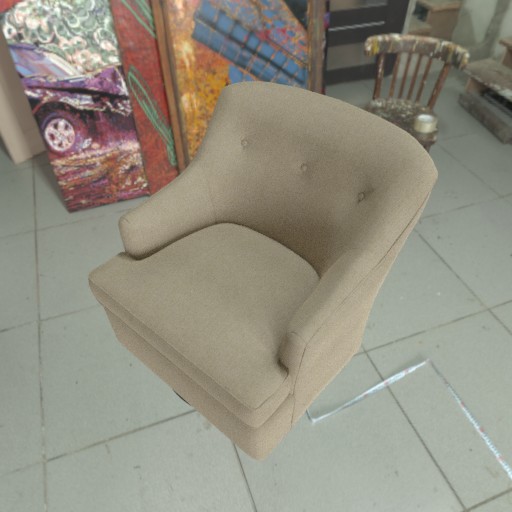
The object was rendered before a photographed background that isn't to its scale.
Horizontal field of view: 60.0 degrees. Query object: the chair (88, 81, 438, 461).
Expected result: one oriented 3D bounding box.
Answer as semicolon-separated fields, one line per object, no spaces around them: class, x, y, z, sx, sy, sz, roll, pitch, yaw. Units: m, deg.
chair;0.000;0.000;1.576;0.864;0.856;0.923;31;53;27
